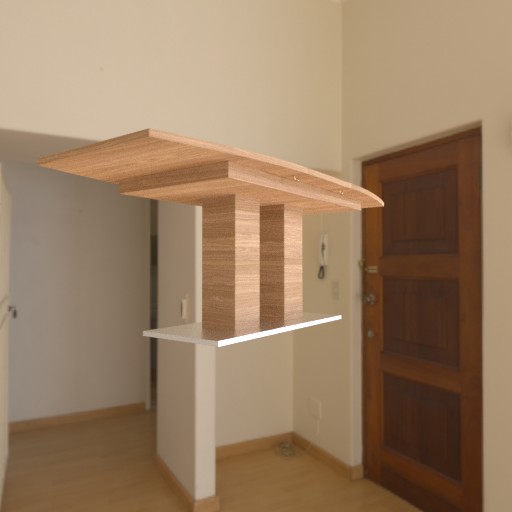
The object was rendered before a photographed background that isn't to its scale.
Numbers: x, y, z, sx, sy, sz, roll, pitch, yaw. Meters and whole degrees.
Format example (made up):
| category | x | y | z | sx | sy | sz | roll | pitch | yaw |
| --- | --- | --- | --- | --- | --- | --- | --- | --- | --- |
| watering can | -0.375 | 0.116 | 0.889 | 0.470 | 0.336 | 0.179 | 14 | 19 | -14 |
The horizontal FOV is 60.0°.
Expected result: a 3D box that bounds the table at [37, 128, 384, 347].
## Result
| category | x | y | z | sx | sy | sz | roll | pitch | yaw |
| --- | --- | --- | --- | --- | --- | --- | --- | --- | --- |
| table | 0.000 | 0.000 | 2.376 | 0.900 | 0.750 | 2.032 | -1 | -1 | 36 |
